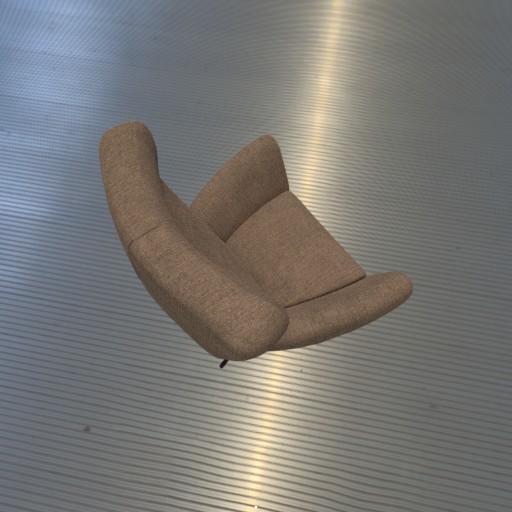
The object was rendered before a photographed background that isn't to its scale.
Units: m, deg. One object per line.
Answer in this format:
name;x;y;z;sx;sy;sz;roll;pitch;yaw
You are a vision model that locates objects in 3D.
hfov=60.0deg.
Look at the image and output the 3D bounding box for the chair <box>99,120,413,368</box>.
chair;0.000;0.000;1.794;0.900;1.040;0.980;-31;65;-16
